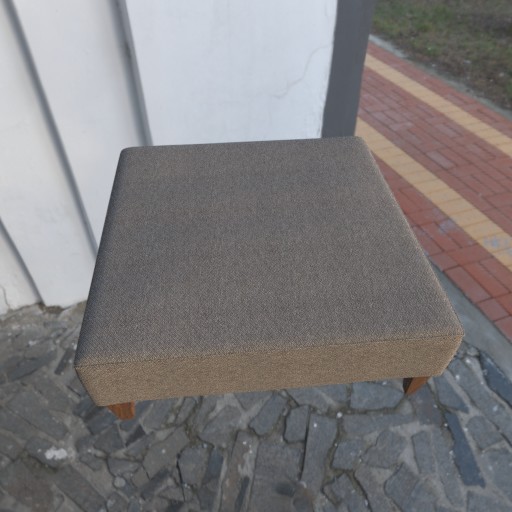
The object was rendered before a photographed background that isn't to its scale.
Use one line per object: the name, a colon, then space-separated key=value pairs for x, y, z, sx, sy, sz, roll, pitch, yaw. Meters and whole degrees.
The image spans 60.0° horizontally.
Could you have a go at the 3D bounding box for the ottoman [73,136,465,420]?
ottoman: x=0.000 y=0.000 z=1.513 sx=0.970 sy=0.378 sz=0.981 roll=-4 pitch=45 yaw=-4
